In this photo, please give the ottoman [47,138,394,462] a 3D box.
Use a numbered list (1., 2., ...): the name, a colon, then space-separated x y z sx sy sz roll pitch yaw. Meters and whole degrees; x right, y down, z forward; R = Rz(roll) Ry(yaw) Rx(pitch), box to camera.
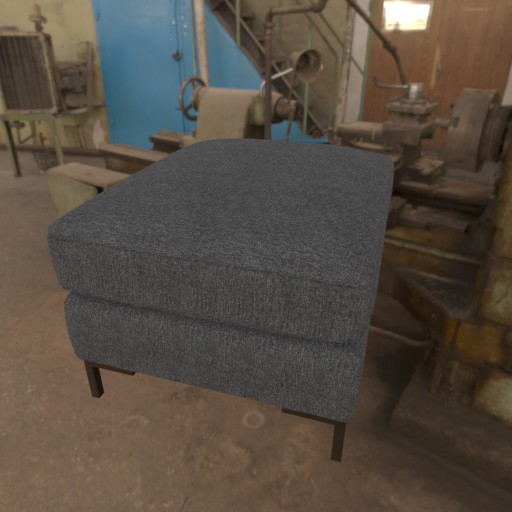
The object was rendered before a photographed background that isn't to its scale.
1. ottoman: 0.000 0.000 1.278 0.695 0.533 0.831 8 29 15
